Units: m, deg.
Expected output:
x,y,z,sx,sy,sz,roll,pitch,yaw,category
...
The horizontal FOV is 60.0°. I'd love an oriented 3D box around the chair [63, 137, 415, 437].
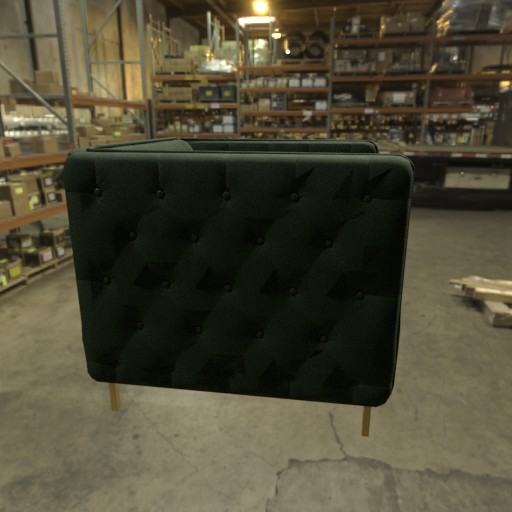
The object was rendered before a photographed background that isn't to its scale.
x,y,z,sx,sy,sz,roll,pitch,yaw,category
0.000,0.000,1.524,0.855,0.768,0.917,3,17,8,chair
